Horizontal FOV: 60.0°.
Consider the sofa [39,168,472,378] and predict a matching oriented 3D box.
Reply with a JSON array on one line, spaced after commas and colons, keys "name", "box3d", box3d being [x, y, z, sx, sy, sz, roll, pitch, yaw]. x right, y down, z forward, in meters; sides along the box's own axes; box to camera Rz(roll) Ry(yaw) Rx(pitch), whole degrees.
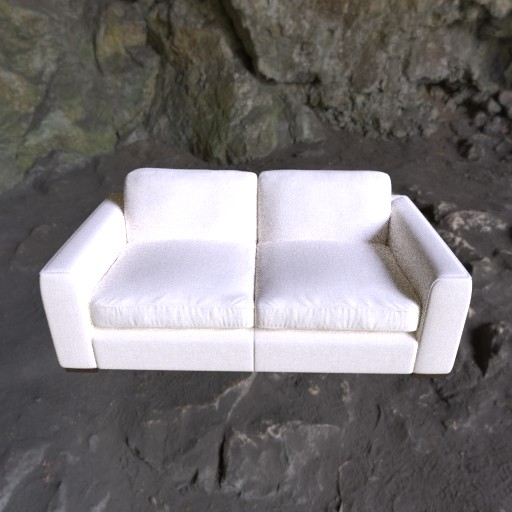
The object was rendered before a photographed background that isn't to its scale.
[{"name": "sofa", "box3d": [0.000, 0.000, 2.432, 1.920, 0.801, 1.069, 1, 28, 1]}]
